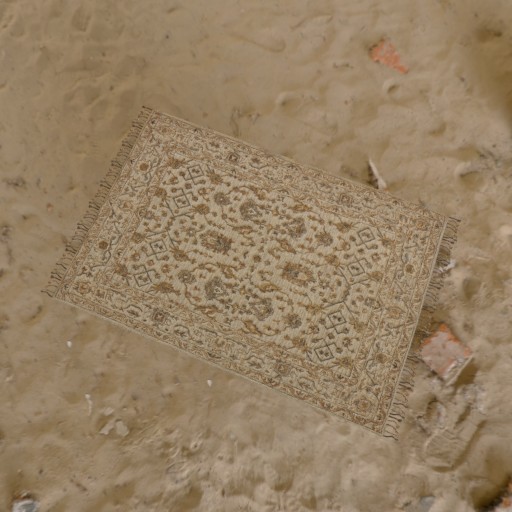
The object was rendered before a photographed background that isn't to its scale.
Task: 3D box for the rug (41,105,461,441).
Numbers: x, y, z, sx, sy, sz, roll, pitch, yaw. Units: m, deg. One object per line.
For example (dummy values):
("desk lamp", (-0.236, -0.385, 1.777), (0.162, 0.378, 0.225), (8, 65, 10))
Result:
("rug", (0.000, 0.000, 2.957), (2.434, 0.027, 1.529), (21, 76, 6))
